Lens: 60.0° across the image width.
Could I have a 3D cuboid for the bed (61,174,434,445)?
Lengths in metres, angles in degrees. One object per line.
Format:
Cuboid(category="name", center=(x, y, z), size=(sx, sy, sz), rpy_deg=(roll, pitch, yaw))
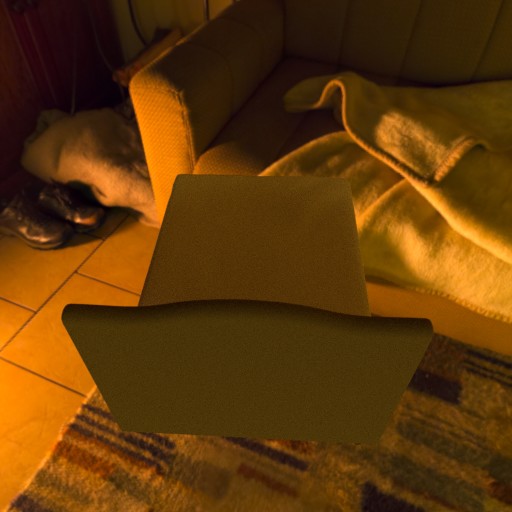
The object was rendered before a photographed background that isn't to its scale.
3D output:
Cuboid(category="bed", center=(0.000, 0.000, 3.072), size=(1.666, 1.387, 2.036), rpy_deg=(2, 46, 2))
